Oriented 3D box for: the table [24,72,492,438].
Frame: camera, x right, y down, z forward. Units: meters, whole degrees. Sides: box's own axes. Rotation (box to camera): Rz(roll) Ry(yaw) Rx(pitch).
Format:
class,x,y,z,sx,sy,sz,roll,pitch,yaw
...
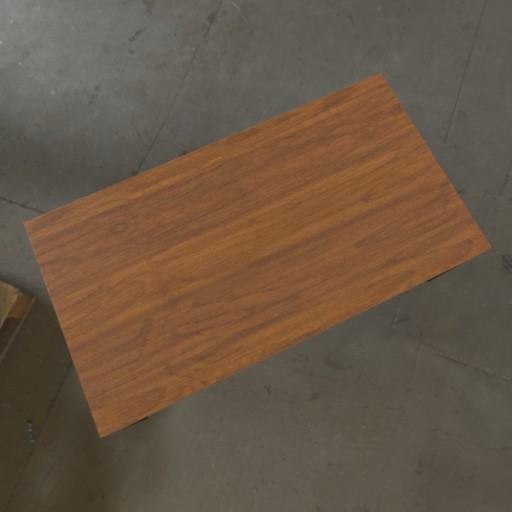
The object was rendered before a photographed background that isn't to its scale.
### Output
class,x,y,z,sx,sy,sz,roll,pitch,yaw
table,0.000,0.000,1.336,1.057,0.414,0.574,-25,76,-6
